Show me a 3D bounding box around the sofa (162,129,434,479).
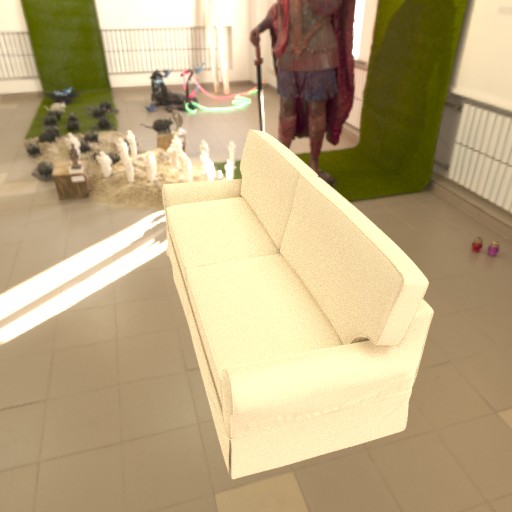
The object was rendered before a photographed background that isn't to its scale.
[{"bbox_3d":[0.000,0.000,2.501,0.862,0.937,2.021,-9,33,-15],"label":"sofa"}]
